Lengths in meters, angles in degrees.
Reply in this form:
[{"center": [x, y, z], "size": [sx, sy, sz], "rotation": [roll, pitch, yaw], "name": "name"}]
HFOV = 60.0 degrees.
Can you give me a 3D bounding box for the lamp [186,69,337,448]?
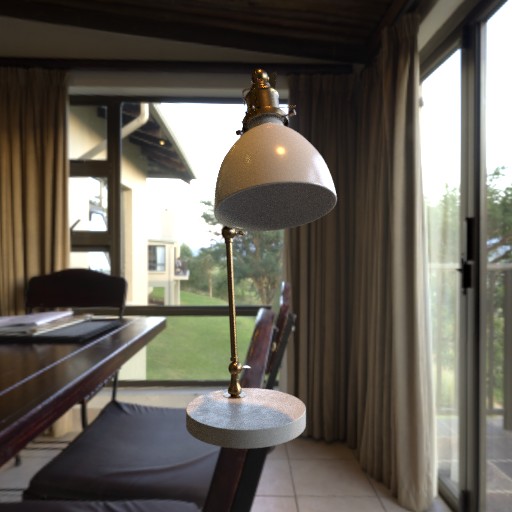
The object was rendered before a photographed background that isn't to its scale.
[{"center": [0.000, 0.000, 0.647], "size": [0.186, 0.522, 0.317], "rotation": [0, 1, -19], "name": "lamp"}]
